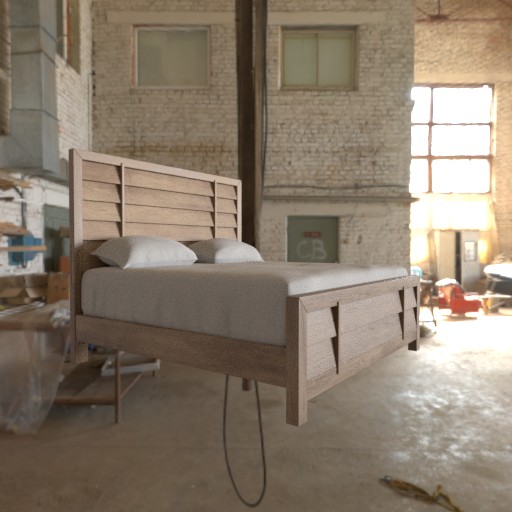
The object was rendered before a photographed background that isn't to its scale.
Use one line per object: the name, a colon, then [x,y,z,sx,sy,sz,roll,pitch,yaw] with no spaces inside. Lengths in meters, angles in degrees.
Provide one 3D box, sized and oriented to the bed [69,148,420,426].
bed: [0.000,0.000,3.586,2.032,1.626,2.032,1,2,36]
